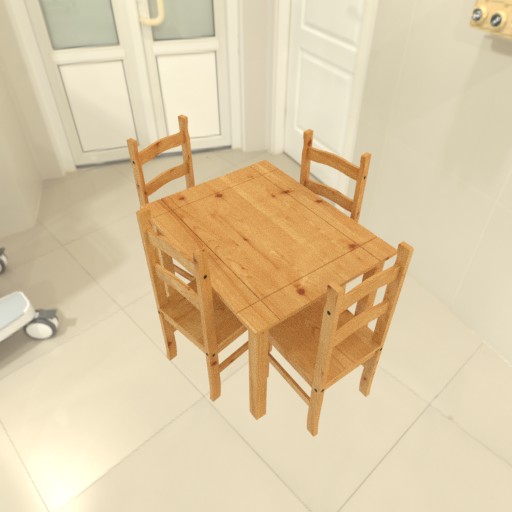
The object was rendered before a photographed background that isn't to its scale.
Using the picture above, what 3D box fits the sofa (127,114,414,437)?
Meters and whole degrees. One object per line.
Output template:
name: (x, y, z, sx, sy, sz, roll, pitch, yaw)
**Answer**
sofa: (0.000, 0.000, 2.347, 1.144, 1.000, 1.529, -26, 48, -26)
